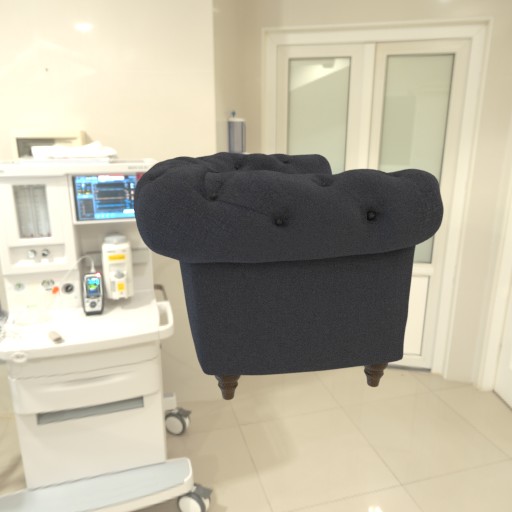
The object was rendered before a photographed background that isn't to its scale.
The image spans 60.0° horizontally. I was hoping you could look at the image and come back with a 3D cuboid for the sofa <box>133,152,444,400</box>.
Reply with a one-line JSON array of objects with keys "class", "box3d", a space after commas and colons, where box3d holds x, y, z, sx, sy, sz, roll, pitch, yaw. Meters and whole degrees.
[{"class": "sofa", "box3d": [0.000, 0.000, 2.021, 1.032, 0.878, 1.405, -2, 16, -8]}]
